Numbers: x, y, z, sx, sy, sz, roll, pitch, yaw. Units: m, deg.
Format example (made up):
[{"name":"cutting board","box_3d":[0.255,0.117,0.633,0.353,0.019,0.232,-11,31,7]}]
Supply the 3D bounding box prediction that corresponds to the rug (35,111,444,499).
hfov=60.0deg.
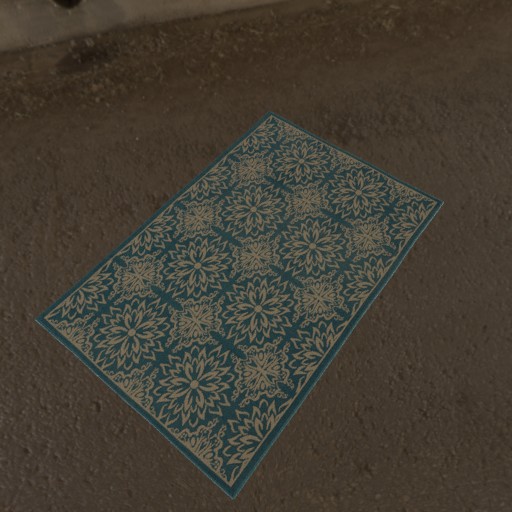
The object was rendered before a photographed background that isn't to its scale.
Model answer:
[{"name":"rug","box_3d":[0.000,0.000,2.268,1.211,0.012,1.833,34,64,19]}]
